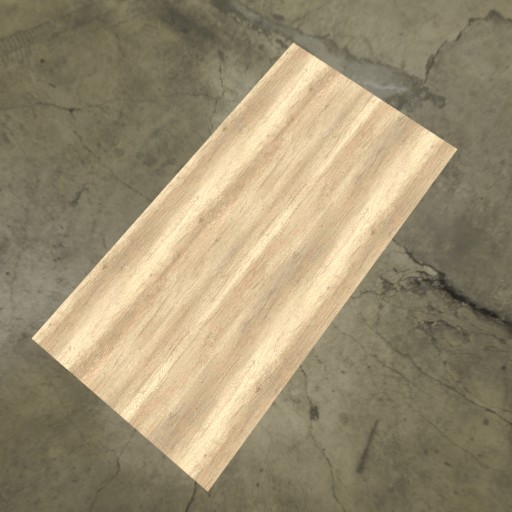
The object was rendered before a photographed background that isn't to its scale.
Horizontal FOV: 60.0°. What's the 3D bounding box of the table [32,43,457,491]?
[{"bbox_3d":[0.000,0.000,1.663,0.700,0.460,1.350,37,79,9],"label":"table"}]
